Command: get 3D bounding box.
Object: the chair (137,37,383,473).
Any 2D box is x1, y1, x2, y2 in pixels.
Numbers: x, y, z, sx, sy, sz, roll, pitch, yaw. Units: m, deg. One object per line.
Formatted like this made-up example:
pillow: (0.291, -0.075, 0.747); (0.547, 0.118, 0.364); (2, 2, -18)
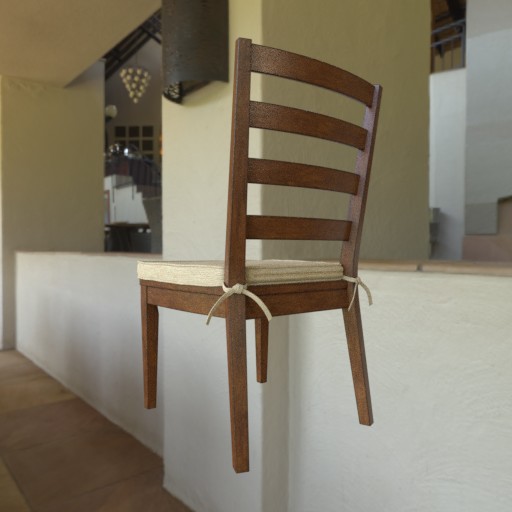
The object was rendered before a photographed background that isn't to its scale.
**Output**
chair: (0.000, 0.000, 1.345); (0.593, 0.979, 0.595); (-1, 1, -37)
